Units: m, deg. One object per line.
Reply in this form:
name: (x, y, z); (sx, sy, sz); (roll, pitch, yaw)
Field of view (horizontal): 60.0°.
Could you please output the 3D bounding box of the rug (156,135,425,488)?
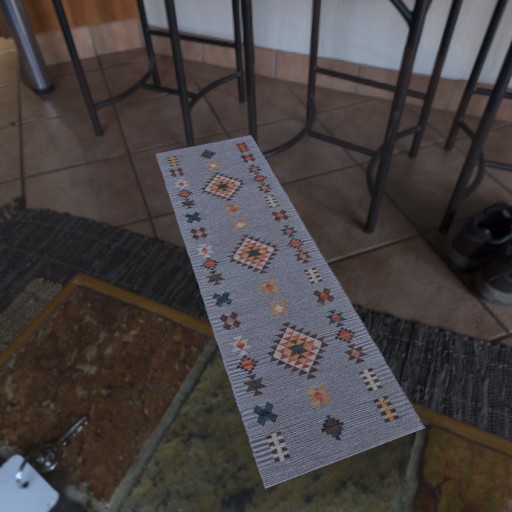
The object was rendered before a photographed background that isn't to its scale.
rug: (0.000, 0.000, 2.664); (0.766, 0.008, 2.432); (-14, 50, -12)
